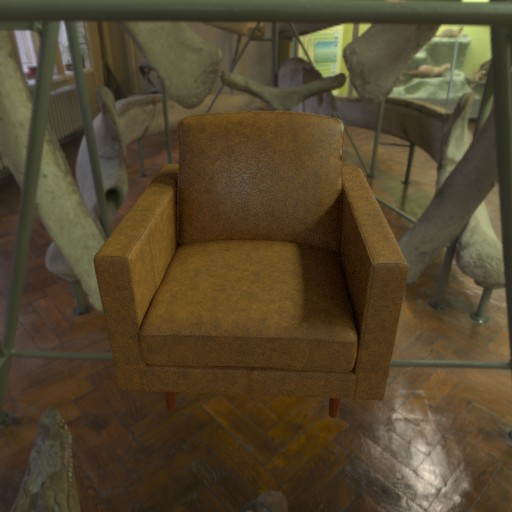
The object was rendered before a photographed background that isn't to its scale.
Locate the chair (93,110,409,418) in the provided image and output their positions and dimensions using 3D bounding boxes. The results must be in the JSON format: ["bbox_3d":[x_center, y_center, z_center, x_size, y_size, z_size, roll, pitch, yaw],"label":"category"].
[{"bbox_3d":[0.000,0.000,1.692,0.890,0.956,0.909,1,29,3],"label":"chair"}]
